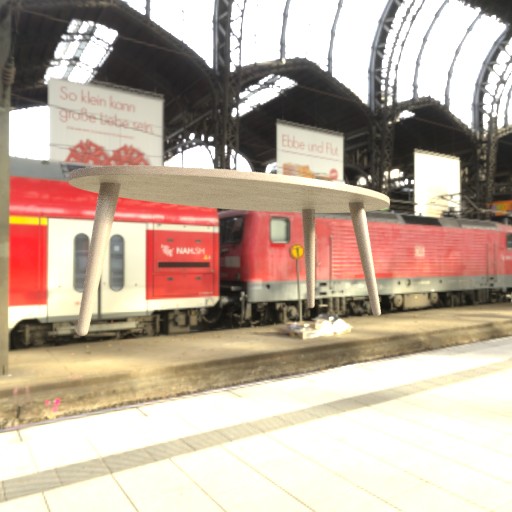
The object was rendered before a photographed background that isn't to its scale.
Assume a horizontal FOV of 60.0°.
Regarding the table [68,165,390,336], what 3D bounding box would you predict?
[{"bbox_3d":[0.000,0.000,1.362,1.083,0.390,0.542,1,-1,-36],"label":"table"}]
